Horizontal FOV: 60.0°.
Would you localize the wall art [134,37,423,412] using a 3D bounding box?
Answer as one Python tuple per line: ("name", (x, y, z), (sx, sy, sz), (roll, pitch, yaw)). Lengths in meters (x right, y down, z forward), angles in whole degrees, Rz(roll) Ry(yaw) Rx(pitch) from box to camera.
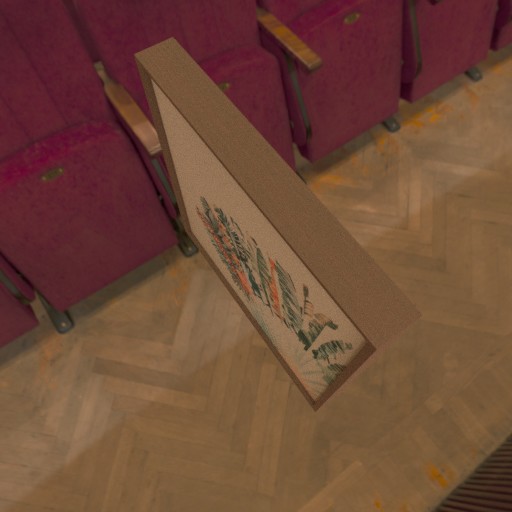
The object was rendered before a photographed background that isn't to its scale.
("wall art", (0.000, 0.000, 0.458), (0.038, 0.303, 0.304), (-32, 68, -15))
